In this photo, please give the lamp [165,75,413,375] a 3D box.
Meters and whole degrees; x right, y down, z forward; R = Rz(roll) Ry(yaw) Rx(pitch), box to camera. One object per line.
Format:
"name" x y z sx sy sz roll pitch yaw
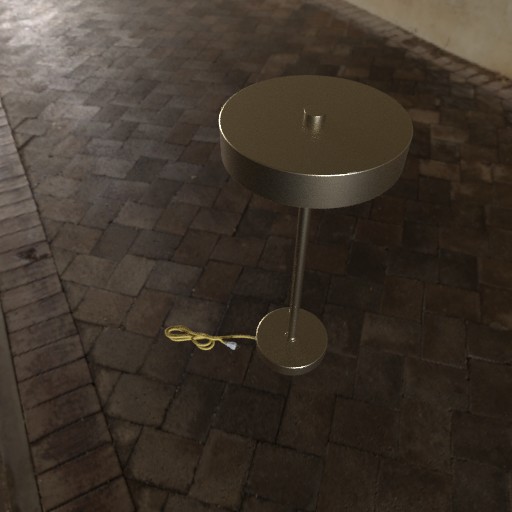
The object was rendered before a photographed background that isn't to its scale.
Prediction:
"lamp" 0.000 0.000 0.711 0.369 0.508 0.229 2 47 2
